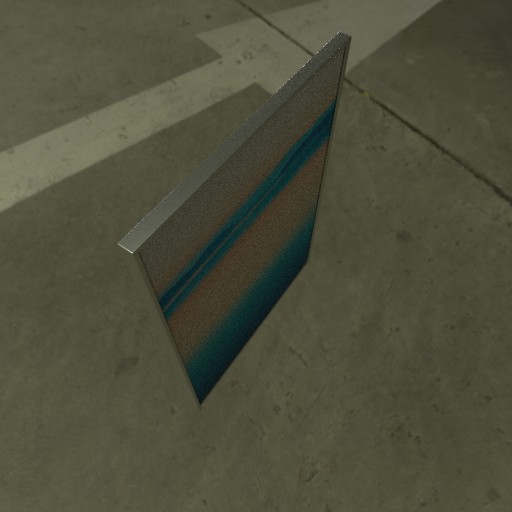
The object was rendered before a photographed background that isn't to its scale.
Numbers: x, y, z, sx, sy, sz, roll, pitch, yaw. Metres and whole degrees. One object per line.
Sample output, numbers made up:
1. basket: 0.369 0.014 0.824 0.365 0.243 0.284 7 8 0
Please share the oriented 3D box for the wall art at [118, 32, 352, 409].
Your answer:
1. wall art: 0.000 0.000 1.392 0.037 1.062 0.801 30 62 18
